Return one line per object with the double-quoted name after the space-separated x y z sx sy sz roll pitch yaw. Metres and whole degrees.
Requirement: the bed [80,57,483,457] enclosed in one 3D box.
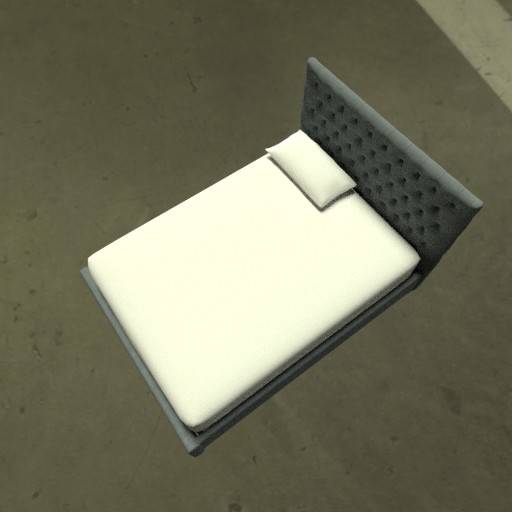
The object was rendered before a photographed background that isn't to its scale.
0.000 0.000 3.363 2.335 1.411 1.698 -33 67 -16 "bed"
